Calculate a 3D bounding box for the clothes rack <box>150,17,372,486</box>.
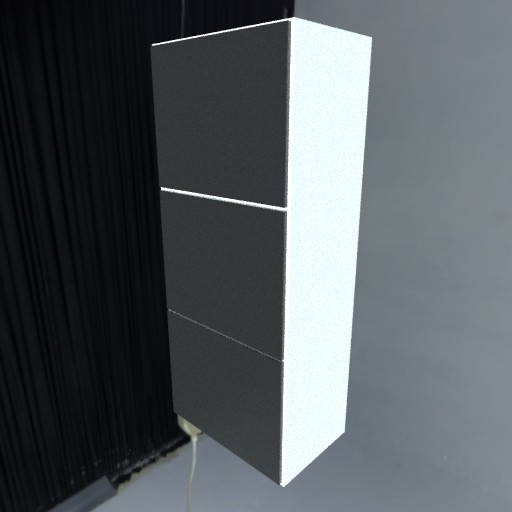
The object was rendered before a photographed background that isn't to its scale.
[{"bbox_3d":[0.000,0.000,1.344,0.500,1.187,0.330,15,23,41],"label":"clothes rack"}]
